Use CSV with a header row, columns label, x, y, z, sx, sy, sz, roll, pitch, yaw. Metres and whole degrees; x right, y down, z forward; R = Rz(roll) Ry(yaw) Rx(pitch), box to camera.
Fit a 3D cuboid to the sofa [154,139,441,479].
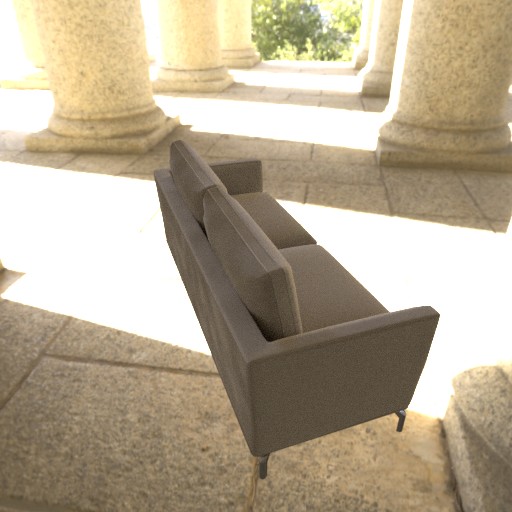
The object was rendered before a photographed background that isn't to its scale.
label,x,y,z,sx,sy,sz,roll,pitch,yaw
sofa,0.000,0.000,2.713,0.868,1.005,2.214,-10,32,-17
